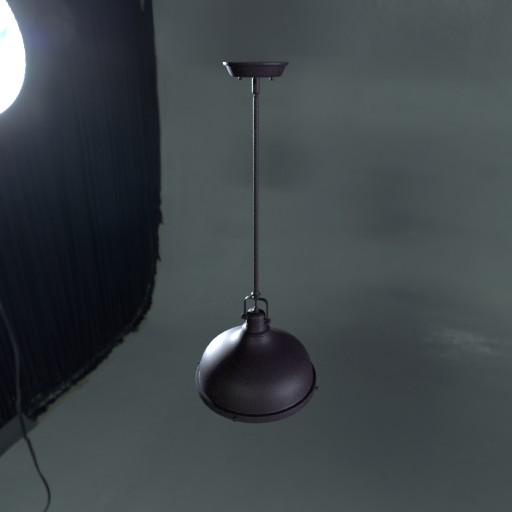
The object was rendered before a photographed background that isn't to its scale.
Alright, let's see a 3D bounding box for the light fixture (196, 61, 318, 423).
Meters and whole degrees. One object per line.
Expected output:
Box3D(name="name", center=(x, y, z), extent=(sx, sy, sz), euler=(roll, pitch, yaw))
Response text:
Box3D(name="light fixture", center=(0.000, 0.000, 1.059), extent=(0.341, 0.849, 0.341), euler=(8, 26, 16))
